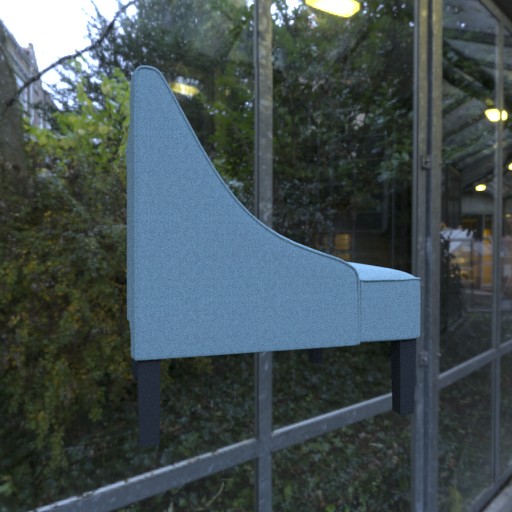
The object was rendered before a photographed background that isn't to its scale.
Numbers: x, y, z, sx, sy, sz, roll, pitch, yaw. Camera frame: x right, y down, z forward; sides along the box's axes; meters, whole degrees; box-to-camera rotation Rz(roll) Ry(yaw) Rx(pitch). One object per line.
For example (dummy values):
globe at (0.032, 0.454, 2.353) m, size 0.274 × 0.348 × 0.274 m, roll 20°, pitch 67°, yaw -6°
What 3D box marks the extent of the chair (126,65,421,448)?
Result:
chair at (0.000, 0.000, 1.844) m, size 1.025 × 1.133 × 0.857 m, roll 0°, pitch 1°, yaw -17°
